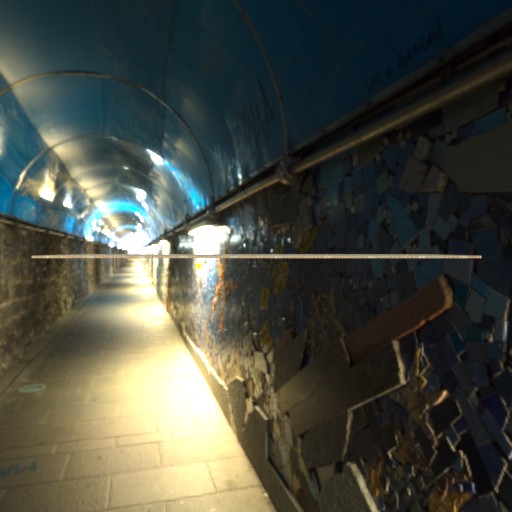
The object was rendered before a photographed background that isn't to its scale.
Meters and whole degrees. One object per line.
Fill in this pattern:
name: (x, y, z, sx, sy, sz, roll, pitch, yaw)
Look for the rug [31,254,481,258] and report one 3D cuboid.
rug: (0.000, 0.000, 2.594, 2.289, 0.013, 0.691, 0, 1, 0)
